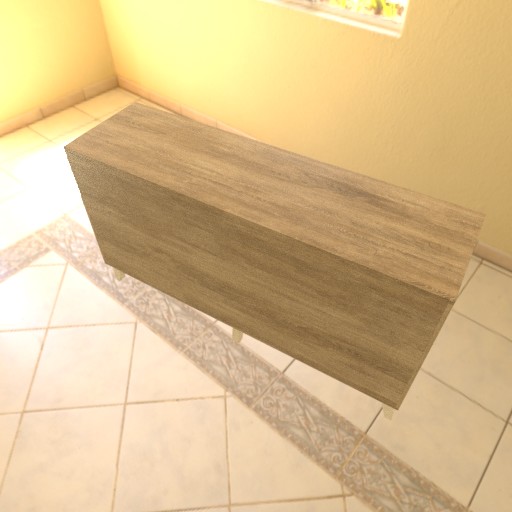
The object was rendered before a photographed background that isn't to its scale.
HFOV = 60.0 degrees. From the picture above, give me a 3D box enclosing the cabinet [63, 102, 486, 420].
[{"bbox_3d":[0.000,0.000,2.009,1.600,0.870,0.450,23,51,21],"label":"cabinet"}]
